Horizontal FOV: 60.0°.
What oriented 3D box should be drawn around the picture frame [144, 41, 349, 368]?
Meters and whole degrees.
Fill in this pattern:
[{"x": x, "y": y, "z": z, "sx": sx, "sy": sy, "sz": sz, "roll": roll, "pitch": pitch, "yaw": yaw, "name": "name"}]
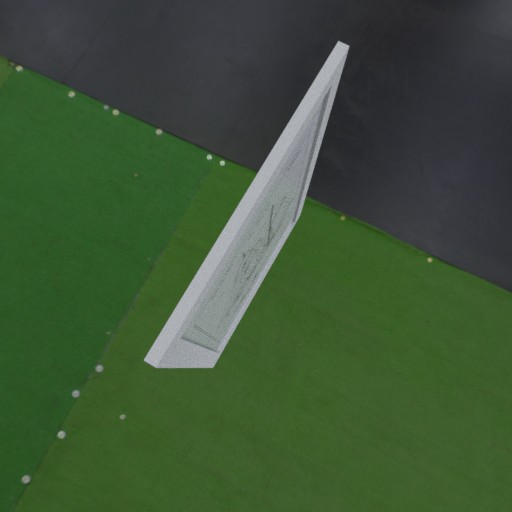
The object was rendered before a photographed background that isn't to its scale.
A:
[{"x": 0.000, "y": 0.000, "z": 0.591, "sx": 0.011, "sy": 0.459, "sz": 0.326, "roll": 29, "pitch": 78, "yaw": 7, "name": "picture frame"}]
